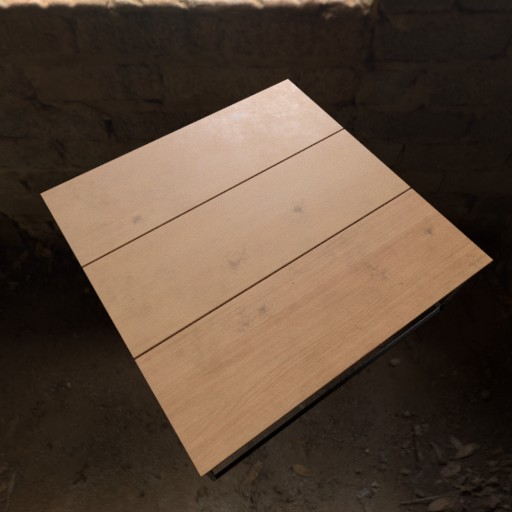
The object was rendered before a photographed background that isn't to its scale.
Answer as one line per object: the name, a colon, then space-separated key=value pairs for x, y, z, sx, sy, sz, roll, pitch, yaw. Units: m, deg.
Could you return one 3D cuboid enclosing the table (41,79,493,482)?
table: x=0.000 y=0.000 z=1.673 sx=1.100 sy=0.400 sz=1.100 roll=-31 pitch=64 yaw=-17
